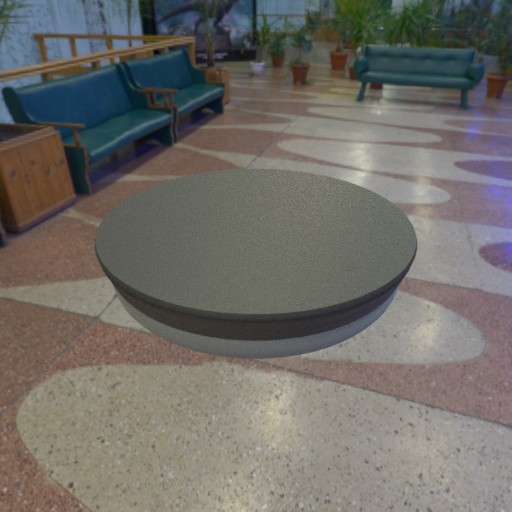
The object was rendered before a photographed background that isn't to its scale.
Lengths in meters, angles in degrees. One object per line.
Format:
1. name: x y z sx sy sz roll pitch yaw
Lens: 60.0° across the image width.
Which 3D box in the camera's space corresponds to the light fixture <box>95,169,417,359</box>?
1. light fixture: 0.000 0.000 0.553 0.368 0.100 0.368 0 30 0
